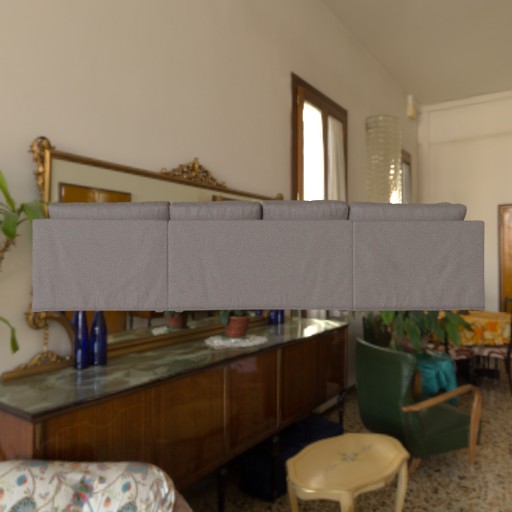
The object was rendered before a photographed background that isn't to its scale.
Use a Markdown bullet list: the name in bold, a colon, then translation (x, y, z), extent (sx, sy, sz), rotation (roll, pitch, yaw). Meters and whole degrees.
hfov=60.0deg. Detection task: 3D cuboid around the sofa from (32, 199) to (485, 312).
- **sofa**: translation (0.000, 0.000, 4.546), extent (3.460, 0.882, 2.427), rotation (0, -1, -1)
